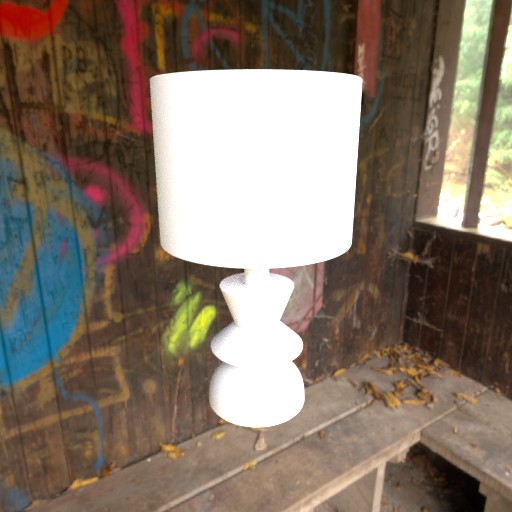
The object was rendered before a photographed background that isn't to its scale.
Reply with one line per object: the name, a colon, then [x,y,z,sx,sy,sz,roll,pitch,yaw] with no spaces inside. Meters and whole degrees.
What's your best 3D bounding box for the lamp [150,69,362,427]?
lamp: [0.000,0.000,0.722,0.301,0.533,0.301,9,19,26]
